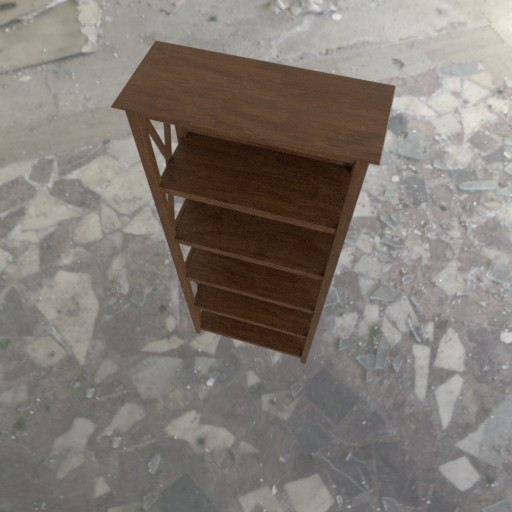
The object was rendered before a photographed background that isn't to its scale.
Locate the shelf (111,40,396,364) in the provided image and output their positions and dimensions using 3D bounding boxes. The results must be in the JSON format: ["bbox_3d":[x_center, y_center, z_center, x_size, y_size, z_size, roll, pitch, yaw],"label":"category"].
[{"bbox_3d":[0.000,0.000,2.164,0.805,1.905,0.335,14,60,8],"label":"shelf"}]
